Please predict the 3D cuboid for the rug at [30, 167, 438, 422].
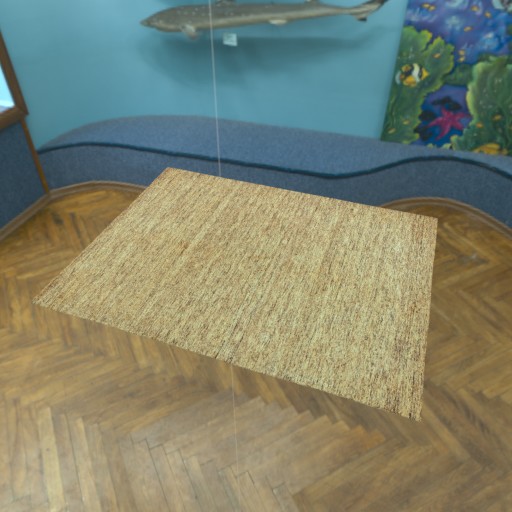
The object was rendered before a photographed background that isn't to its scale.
[{"bbox_3d":[0.000,0.000,4.220,3.200,0.012,2.438,13,42,15],"label":"rug"}]
